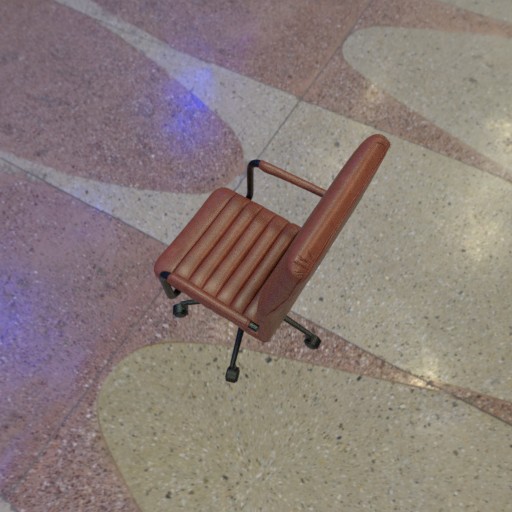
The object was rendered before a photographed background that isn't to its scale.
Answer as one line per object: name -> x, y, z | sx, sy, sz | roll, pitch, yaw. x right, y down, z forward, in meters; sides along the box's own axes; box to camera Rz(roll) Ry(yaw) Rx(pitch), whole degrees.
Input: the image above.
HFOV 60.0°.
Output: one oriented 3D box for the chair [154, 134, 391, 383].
chair -> 0.000, 0.000, 1.378 | 0.580, 0.979, 0.608 | 29, 67, 14
